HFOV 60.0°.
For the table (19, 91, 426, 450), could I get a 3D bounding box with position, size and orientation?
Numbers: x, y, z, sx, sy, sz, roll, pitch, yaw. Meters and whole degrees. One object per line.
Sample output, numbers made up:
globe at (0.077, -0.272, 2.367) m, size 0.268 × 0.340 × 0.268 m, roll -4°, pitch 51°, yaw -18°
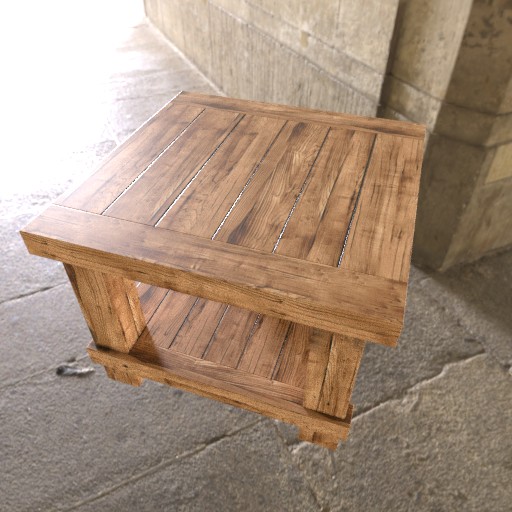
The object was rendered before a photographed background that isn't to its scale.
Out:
table at (0.000, 0.000, 1.016) m, size 0.610 × 0.457 × 0.610 m, roll 13°, pitch 44°, yaw 14°
